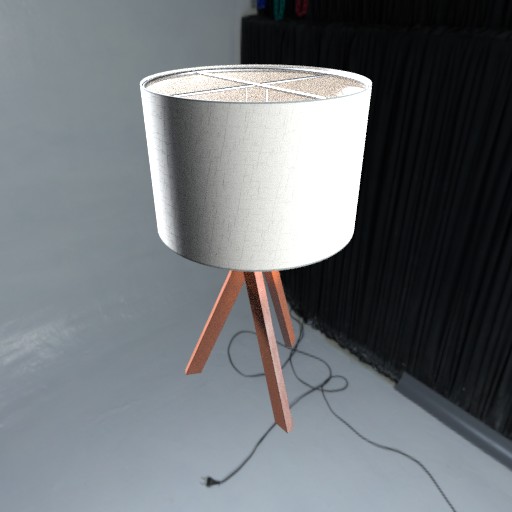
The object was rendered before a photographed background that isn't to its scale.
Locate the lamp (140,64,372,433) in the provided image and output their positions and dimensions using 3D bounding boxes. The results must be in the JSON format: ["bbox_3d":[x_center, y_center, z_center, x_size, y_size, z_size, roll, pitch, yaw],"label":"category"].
[{"bbox_3d":[0.000,0.000,0.916,0.380,0.686,0.380,-22,37,-33],"label":"lamp"}]
